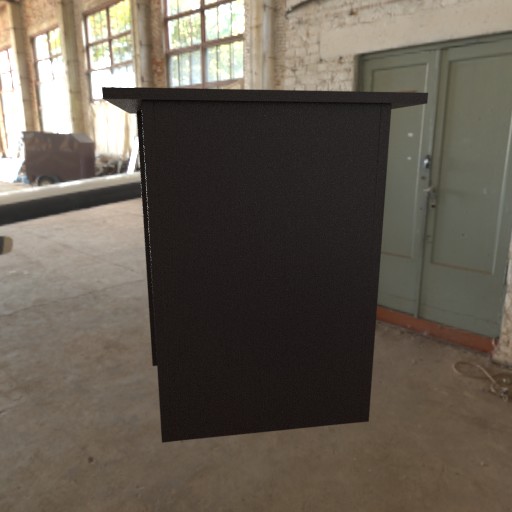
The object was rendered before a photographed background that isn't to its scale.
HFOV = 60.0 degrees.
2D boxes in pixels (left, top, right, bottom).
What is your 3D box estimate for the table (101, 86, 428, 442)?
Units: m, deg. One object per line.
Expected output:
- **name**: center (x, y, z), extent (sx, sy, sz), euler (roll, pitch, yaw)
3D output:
- **table**: center (0.000, 0.000, 1.069), extent (0.589, 0.711, 0.408), euler (-2, 15, -9)
